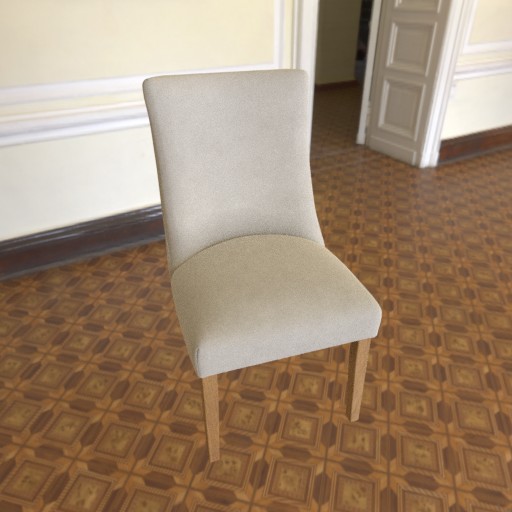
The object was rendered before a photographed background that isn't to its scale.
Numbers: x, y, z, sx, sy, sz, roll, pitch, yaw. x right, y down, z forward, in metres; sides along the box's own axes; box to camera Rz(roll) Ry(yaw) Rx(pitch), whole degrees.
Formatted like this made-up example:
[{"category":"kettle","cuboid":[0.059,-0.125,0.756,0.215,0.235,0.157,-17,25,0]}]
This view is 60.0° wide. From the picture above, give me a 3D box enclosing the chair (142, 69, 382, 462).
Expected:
[{"category":"chair","cuboid":[0.000,0.000,1.261,0.495,0.902,0.610,-10,33,-15]}]
